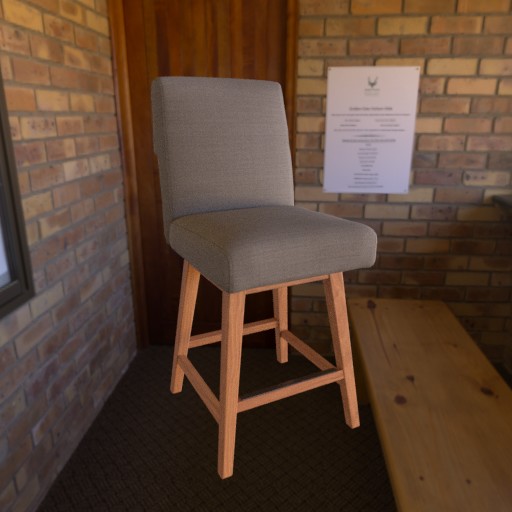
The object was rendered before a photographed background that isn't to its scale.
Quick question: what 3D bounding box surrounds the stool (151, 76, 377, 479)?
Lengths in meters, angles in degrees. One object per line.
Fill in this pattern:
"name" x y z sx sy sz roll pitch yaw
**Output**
"stool" 0.000 0.000 1.314 0.459 1.019 0.570 -9 19 -26
